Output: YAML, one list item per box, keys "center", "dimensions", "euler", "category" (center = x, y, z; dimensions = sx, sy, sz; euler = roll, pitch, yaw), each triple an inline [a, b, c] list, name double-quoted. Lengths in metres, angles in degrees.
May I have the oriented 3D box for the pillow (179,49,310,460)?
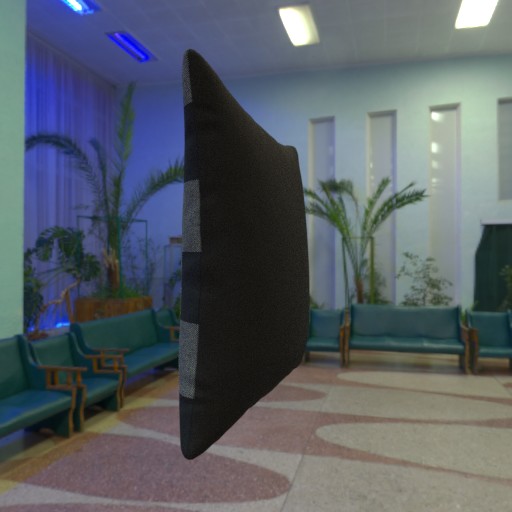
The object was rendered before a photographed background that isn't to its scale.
- center: [0.000, 0.000, 0.782]
  dimensions: [0.161, 0.509, 0.511]
  euler: [0, -1, 19]
  category: "pillow"
